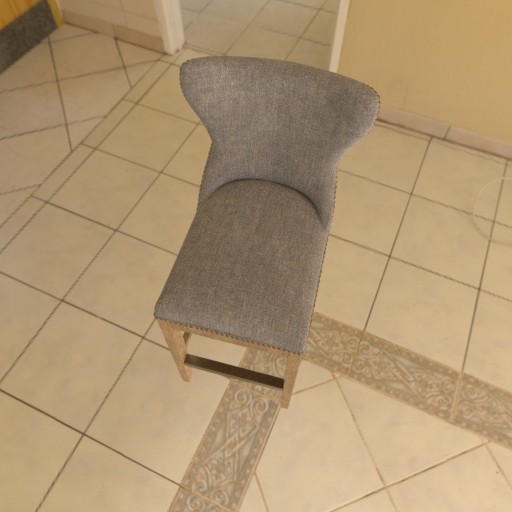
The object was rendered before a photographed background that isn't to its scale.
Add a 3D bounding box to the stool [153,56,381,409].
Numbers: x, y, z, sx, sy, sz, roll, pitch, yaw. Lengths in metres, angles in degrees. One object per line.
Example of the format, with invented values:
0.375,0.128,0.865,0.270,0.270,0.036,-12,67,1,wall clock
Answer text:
0.000,0.000,1.357,0.498,0.981,0.608,13,59,8,stool
